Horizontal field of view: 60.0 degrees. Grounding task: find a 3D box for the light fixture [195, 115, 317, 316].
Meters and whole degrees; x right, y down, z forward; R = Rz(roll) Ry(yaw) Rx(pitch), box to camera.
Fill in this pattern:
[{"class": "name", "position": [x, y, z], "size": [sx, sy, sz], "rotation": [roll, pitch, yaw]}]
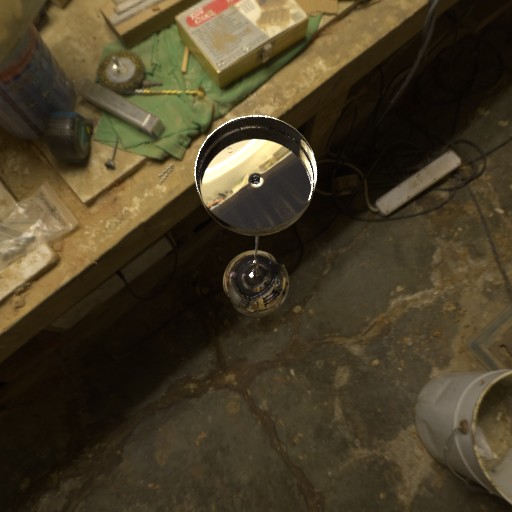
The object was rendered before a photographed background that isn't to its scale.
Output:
[{"class": "light fixture", "position": [0.000, 0.000, 1.646], "size": [0.336, 1.538, 0.336], "rotation": [-38, 80, -8]}]
